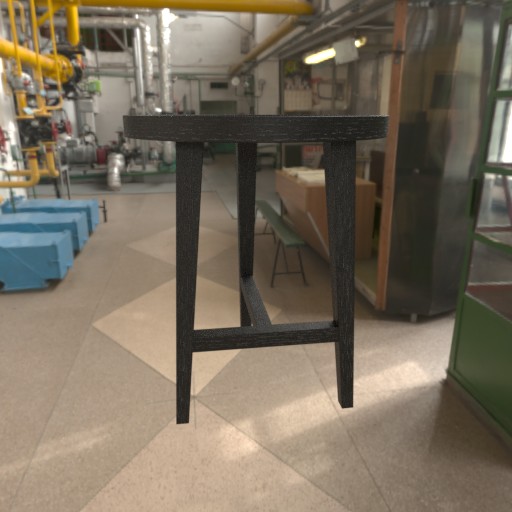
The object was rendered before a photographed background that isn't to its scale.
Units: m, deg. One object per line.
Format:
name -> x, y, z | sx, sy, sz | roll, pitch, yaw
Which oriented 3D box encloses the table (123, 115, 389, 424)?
table -> 0.000, 0.000, 0.760 | 0.399, 0.460, 0.399 | 0, 18, 0
